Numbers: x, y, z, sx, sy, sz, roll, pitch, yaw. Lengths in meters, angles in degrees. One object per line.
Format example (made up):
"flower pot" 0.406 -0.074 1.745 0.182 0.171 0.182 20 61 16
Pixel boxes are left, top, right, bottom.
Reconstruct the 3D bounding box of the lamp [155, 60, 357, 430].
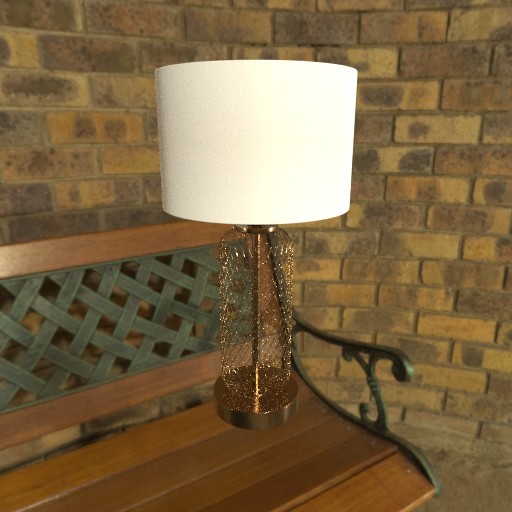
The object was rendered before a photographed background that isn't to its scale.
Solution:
"lamp" 0.000 0.000 0.632 0.252 0.483 0.252 8 18 26
